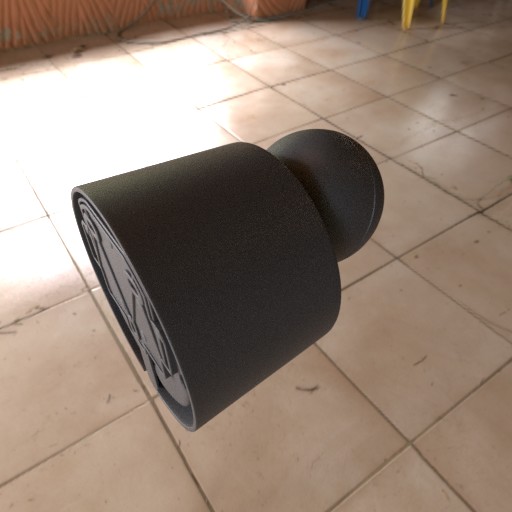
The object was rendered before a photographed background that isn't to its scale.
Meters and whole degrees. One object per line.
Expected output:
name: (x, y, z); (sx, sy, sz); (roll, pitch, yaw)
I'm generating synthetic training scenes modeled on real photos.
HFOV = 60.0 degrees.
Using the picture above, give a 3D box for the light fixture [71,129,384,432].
light fixture: (0.000, 0.000, 0.262); (0.160, 0.143, 0.134); (-26, 50, -25)
